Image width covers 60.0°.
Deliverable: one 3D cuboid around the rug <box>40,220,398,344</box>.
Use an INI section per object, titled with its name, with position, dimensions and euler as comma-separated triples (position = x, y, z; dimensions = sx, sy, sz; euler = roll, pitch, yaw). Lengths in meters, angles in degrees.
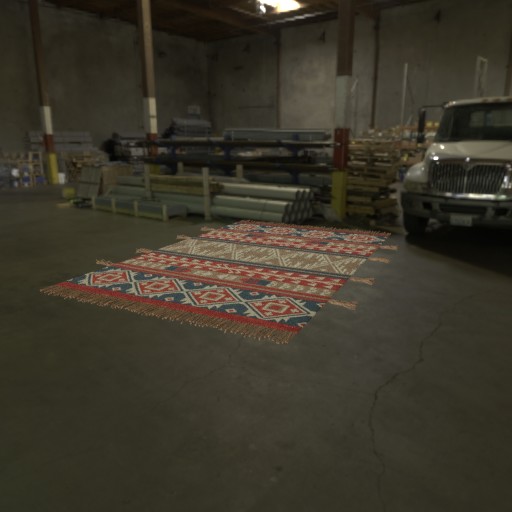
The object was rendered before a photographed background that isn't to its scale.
[rug]
position = 0.000, 0.000, 3.175
dimensions = 1.778, 0.048, 2.450
euler = 7, 16, 25
